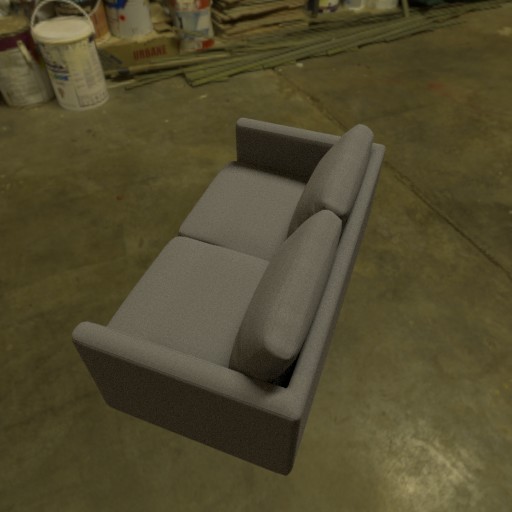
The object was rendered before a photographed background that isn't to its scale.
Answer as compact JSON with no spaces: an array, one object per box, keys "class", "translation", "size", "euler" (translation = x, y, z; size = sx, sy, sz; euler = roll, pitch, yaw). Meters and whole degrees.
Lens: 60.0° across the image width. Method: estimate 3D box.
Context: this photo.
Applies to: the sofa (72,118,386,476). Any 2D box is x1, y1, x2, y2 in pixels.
[{"class":"sofa","translation":[0.000,0.000,2.248],"size":[0.940,0.866,1.713],"euler":[15,48,14]}]
